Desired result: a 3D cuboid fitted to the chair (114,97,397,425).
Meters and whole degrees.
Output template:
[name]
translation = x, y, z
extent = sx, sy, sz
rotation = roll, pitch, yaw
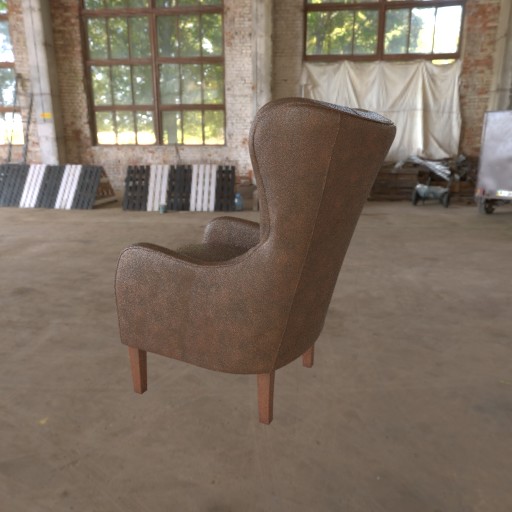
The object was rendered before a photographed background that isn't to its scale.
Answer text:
[chair]
translation = 0.000, 0.000, 1.631
extent = 0.914, 1.048, 0.692
rotation = 8, 17, 25
